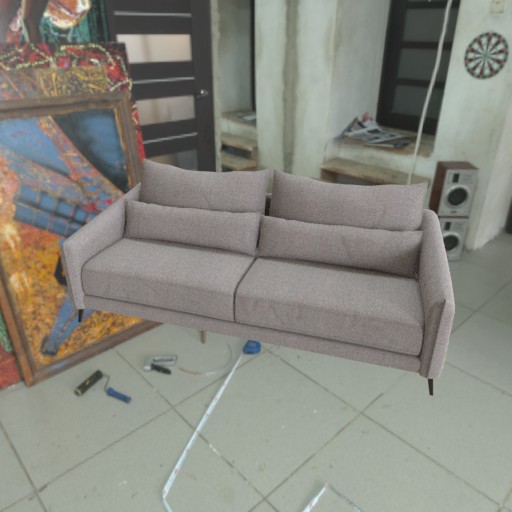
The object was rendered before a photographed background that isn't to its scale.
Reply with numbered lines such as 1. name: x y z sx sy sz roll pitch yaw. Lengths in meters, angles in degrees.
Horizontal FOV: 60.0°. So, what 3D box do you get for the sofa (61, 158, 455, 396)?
1. sofa: 0.000 0.000 2.487 2.022 0.833 0.809 8 28 16
